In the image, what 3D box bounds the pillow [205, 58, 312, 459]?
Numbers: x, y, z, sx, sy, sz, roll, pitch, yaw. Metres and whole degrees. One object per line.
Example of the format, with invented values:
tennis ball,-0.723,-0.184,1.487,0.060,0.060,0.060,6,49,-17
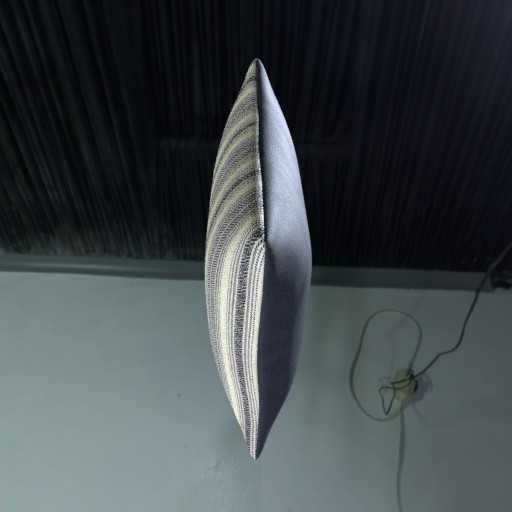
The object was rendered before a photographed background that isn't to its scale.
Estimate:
pillow,0.000,0.000,0.789,0.166,0.508,0.520,-1,42,-1
